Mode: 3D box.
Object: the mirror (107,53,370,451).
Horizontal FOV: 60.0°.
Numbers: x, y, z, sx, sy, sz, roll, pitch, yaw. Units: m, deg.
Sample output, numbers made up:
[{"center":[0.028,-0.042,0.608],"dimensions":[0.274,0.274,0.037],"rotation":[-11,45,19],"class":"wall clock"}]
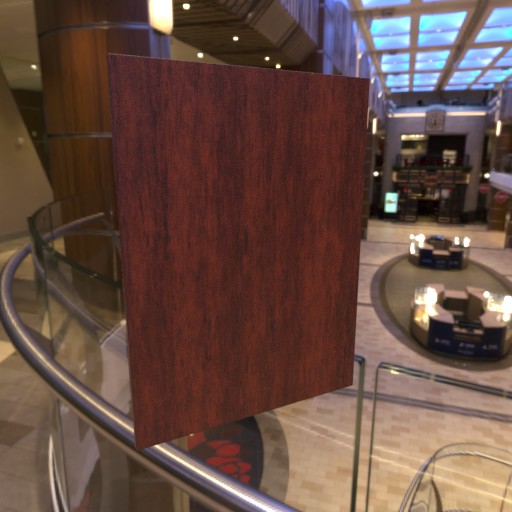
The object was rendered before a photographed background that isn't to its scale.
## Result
[{"center":[0.000,0.000,1.019],"dimensions":[0.600,0.805,0.021],"rotation":[-7,15,-27],"class":"mirror"}]
